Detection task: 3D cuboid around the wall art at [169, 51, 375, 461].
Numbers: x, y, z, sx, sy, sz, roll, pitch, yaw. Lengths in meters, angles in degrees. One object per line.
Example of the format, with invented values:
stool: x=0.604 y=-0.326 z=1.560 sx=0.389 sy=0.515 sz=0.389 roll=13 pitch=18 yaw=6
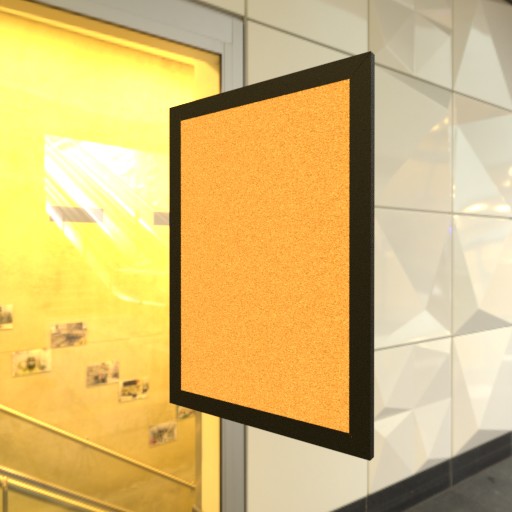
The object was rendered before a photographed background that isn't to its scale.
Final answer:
wall art: x=0.000 y=0.000 z=0.597 sx=0.326 sy=0.459 sz=0.011 roll=0 pitch=0 yaw=36
